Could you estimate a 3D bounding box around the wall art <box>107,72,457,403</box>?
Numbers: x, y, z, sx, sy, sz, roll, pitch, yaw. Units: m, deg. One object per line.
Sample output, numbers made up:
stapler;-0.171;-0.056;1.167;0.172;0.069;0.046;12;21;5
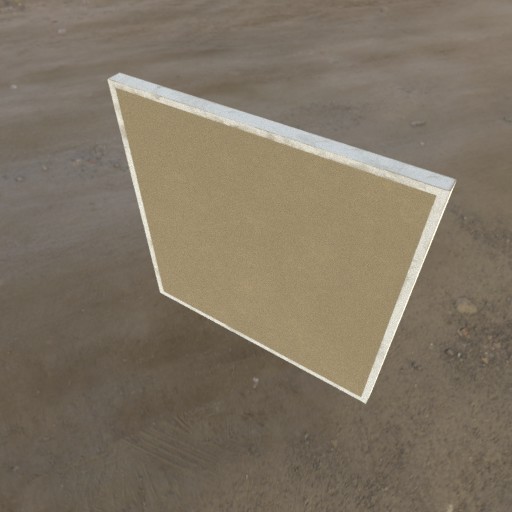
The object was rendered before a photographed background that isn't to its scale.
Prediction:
wall art;0.000;0.000;1.135;0.760;0.757;0.038;24;51;22
